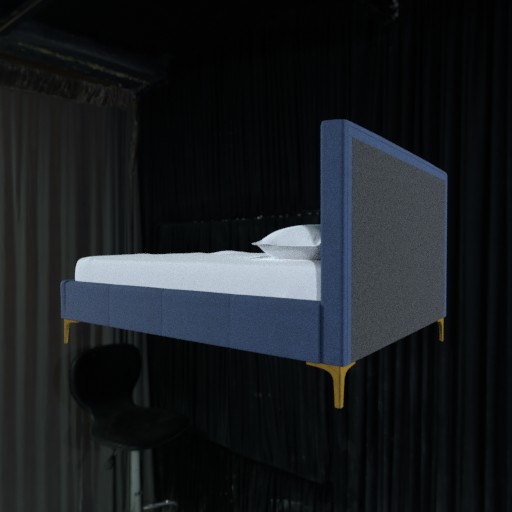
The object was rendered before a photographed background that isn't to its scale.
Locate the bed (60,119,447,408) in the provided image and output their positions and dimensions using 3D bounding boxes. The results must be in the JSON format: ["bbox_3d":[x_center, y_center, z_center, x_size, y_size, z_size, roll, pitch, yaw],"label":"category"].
[{"bbox_3d":[0.000,0.000,3.161,2.172,1.231,1.723,1,1,37],"label":"bed"}]
